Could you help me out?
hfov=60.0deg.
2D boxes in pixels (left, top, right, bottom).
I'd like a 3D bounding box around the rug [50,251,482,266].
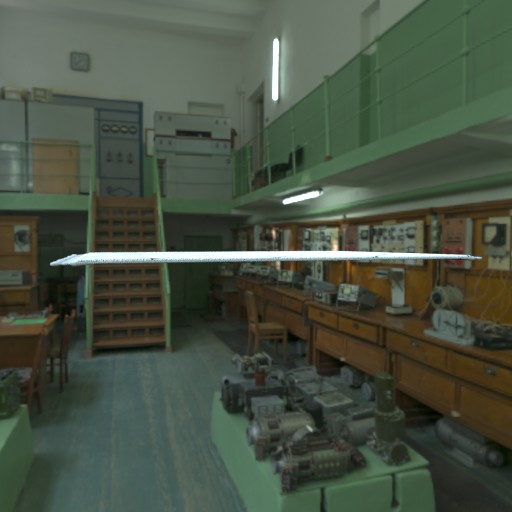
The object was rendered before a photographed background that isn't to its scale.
[{"bbox_3d":[0.000,0.000,2.878,2.307,0.031,1.494,-1,2,-19],"label":"rug"}]
